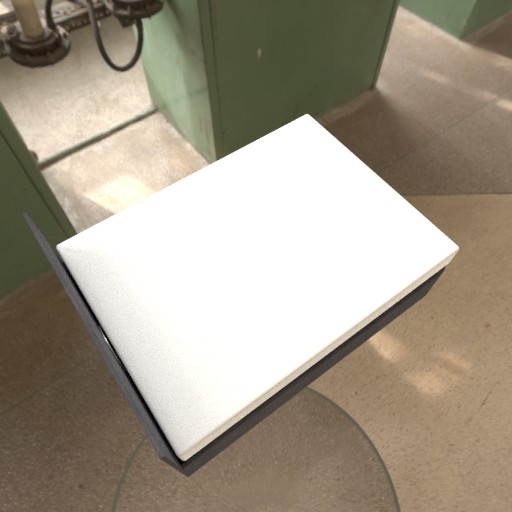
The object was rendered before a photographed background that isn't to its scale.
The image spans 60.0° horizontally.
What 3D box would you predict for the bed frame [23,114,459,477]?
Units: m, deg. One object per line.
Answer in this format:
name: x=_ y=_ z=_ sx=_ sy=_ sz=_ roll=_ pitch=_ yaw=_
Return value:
bed frame: x=0.000 y=0.000 z=2.577 sx=1.900 sy=0.800 sz=1.400 roll=-32 pitch=64 yaw=-18
